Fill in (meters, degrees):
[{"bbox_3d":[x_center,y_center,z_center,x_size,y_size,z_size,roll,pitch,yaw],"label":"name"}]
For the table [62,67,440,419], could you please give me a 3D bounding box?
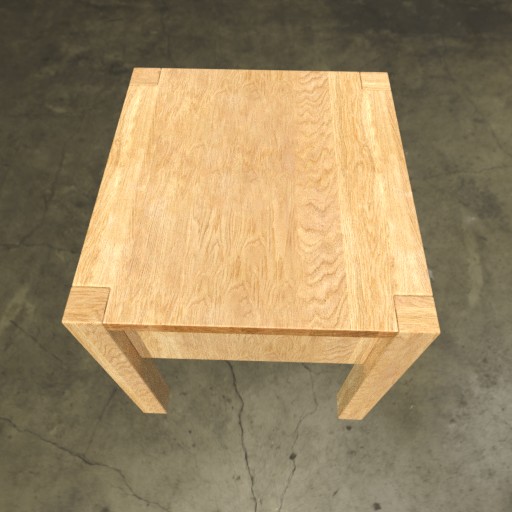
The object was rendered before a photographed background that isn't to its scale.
[{"bbox_3d":[0.000,0.000,0.829,0.440,0.450,0.480,1,58,1],"label":"table"}]
